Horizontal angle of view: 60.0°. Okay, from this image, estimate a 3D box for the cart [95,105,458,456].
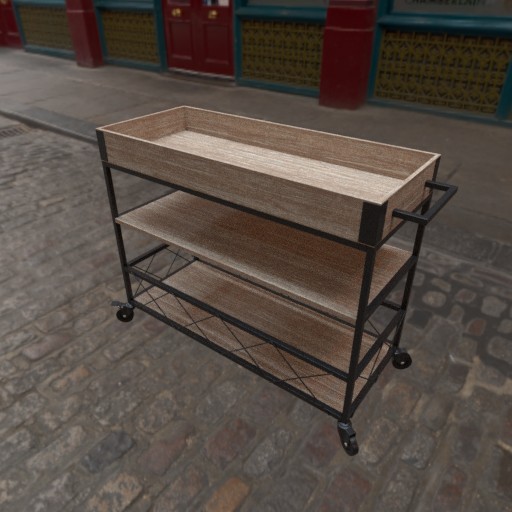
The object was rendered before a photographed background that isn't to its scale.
[{"bbox_3d":[0.000,0.000,1.499,1.101,0.787,0.500,21,37,31],"label":"cart"}]
